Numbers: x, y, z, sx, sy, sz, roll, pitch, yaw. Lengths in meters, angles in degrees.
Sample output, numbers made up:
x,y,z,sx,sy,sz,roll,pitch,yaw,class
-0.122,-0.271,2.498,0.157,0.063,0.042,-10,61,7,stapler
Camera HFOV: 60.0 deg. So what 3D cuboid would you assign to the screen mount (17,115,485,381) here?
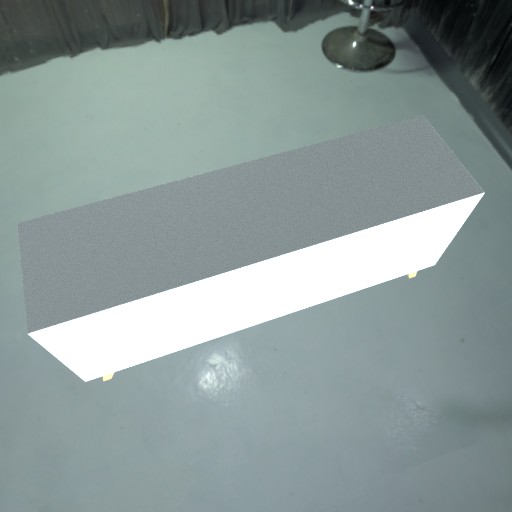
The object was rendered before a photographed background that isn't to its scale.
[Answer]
x,y,z,sx,sy,sz,roll,pitch,yaw,class
0.000,0.000,1.723,1.490,0.619,0.400,-17,60,-10,screen mount
